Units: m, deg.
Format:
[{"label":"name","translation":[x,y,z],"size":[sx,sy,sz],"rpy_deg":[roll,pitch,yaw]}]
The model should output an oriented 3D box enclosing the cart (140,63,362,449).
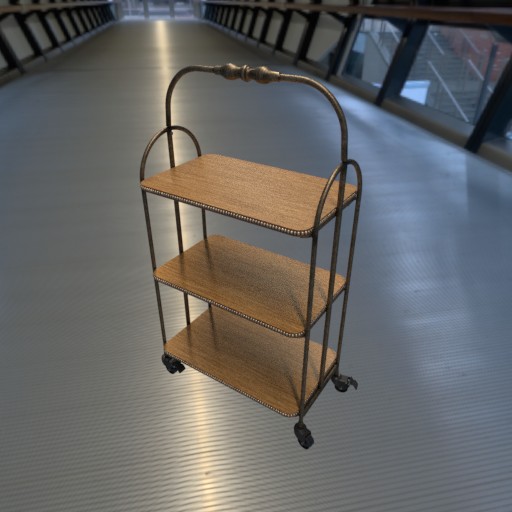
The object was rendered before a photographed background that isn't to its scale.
[{"label":"cart","translation":[0.000,0.000,1.322],"size":[0.650,1.052,0.330],"rpy_deg":[19,36,28]}]
